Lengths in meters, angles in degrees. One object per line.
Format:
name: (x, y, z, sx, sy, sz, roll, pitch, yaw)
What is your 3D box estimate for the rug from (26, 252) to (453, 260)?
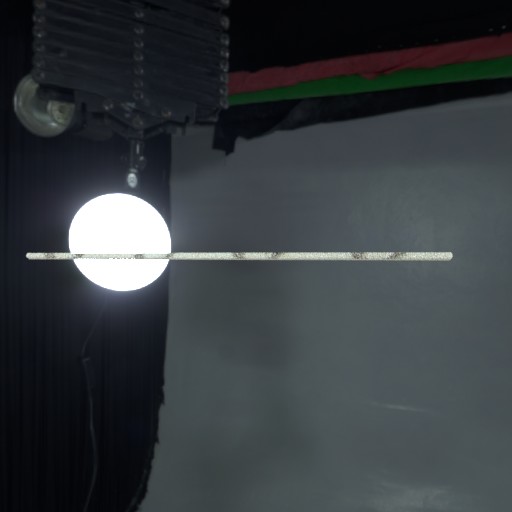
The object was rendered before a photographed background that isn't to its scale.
rug: (0.000, 0.000, 2.140, 1.600, 0.025, 1.200, 0, 0, 17)
